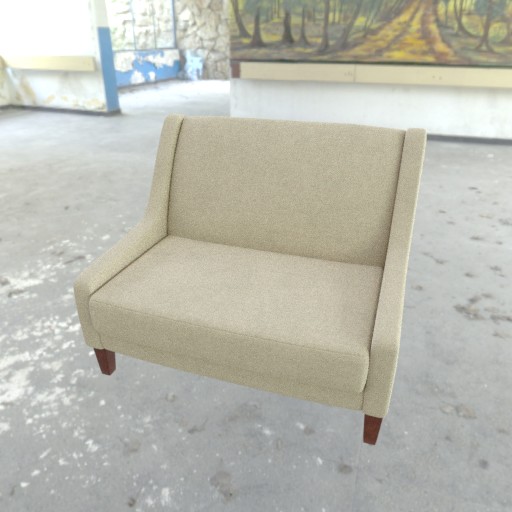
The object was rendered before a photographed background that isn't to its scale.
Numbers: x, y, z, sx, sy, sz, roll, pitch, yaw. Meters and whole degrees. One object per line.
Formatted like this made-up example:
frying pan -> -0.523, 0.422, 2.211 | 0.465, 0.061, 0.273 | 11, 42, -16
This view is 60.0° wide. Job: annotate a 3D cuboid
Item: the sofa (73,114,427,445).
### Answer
sofa -> 0.000, 0.000, 1.859 | 1.212, 0.976, 0.946 | 9, 28, 17
